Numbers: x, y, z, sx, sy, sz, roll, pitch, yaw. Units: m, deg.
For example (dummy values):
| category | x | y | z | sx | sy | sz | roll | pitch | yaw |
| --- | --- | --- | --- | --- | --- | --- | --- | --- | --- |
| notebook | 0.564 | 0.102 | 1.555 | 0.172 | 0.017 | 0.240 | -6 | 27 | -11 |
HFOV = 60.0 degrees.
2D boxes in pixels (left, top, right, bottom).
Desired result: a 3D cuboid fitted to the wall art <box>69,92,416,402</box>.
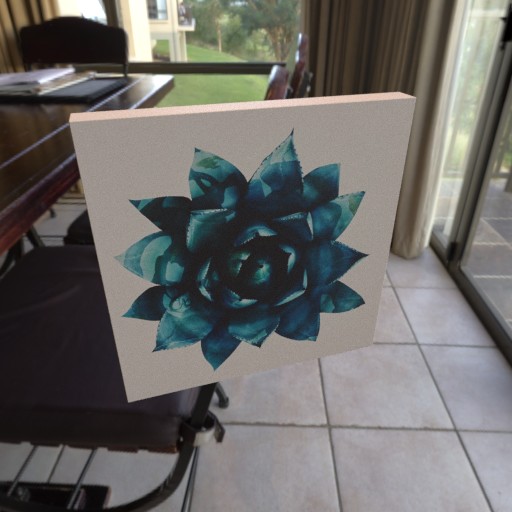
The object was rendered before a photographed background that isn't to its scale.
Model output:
| category | x | y | z | sx | sy | sz | roll | pitch | yaw |
| --- | --- | --- | --- | --- | --- | --- | --- | --- | --- |
| wall art | 0.000 | 0.000 | 0.616 | 0.406 | 0.406 | 0.038 | -9 | 32 | -15 |
